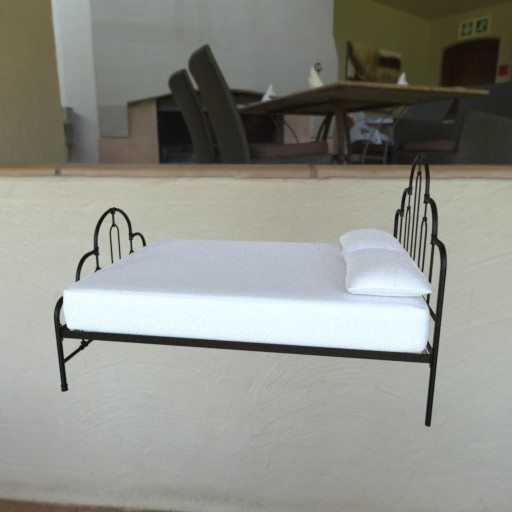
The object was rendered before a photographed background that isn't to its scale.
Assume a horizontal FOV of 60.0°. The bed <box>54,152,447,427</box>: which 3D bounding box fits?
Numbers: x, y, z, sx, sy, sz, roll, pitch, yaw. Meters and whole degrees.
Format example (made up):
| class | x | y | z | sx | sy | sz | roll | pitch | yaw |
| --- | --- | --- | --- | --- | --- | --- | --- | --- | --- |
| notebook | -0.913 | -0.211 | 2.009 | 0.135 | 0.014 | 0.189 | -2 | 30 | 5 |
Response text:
| class | x | y | z | sx | sy | sz | roll | pitch | yaw |
| --- | --- | --- | --- | --- | --- | --- | --- | --- | --- |
| bed | 0.000 | 0.000 | 3.172 | 2.181 | 1.444 | 1.626 | 2 | 13 | 9 |
